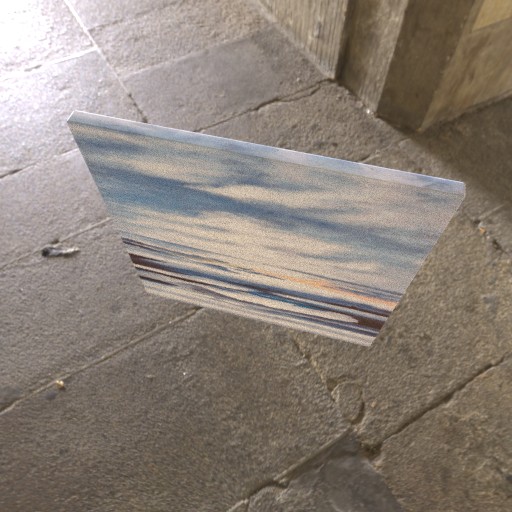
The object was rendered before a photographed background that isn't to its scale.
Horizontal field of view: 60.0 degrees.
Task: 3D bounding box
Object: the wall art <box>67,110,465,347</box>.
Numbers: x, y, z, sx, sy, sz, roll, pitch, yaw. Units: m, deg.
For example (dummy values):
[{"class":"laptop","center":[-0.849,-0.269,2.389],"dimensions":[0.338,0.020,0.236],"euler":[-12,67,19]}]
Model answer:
[{"class":"wall art","center":[0.000,0.000,1.131],"dimensions":[0.747,0.747,0.035],"euler":[12,60,7]}]
